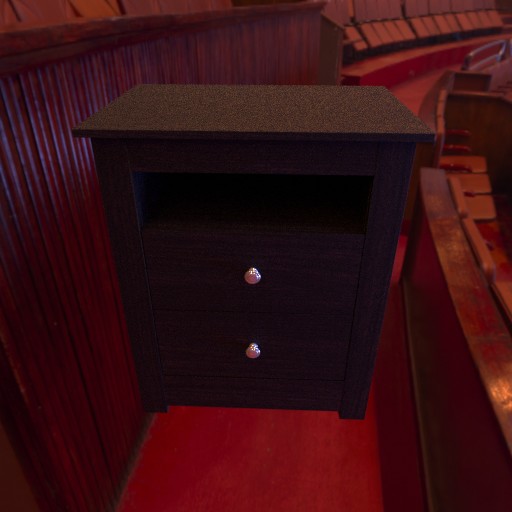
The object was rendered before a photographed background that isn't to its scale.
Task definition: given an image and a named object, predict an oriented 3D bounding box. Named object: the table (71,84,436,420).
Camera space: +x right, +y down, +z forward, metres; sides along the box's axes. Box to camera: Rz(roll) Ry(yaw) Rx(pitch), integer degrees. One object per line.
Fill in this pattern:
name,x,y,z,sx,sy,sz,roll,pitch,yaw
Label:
table,0.000,0.000,1.071,0.591,0.711,0.406,1,31,2
